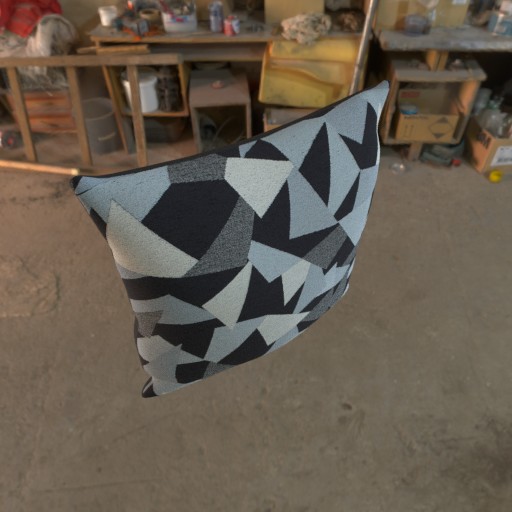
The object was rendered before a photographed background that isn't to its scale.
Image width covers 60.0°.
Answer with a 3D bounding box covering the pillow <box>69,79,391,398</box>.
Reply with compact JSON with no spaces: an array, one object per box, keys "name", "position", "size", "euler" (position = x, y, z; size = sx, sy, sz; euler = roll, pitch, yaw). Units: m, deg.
[{"name":"pillow","position":[0.000,0.000,0.748],"size":[0.503,0.496,0.208],"euler":[-25,51,-22]}]
